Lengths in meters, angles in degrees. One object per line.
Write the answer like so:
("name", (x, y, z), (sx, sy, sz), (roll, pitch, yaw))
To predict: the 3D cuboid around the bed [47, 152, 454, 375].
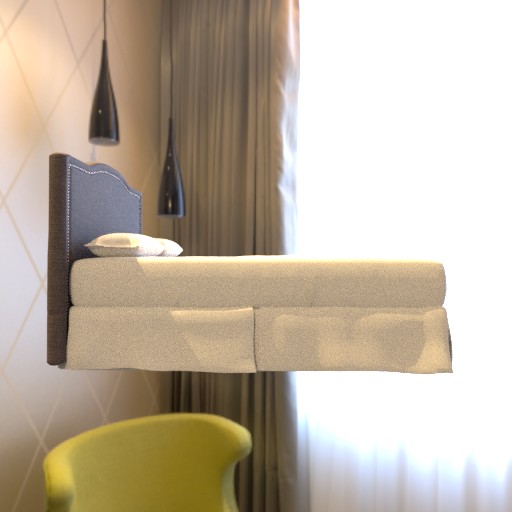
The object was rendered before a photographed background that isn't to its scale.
("bed", (0.000, 0.000, 3.522), (2.507, 1.441, 1.741), (0, 0, 2))
